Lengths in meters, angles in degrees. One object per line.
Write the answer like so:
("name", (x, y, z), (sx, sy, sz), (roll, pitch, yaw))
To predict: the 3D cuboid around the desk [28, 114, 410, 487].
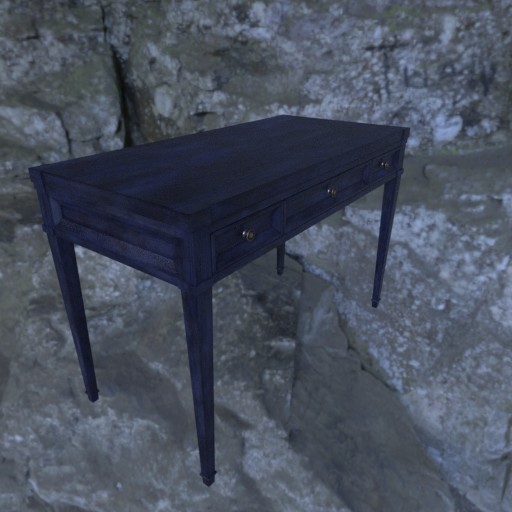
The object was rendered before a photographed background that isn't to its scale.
("desk", (0.000, 0.000, 1.720), (0.630, 0.861, 1.289), (18, 31, 33))
